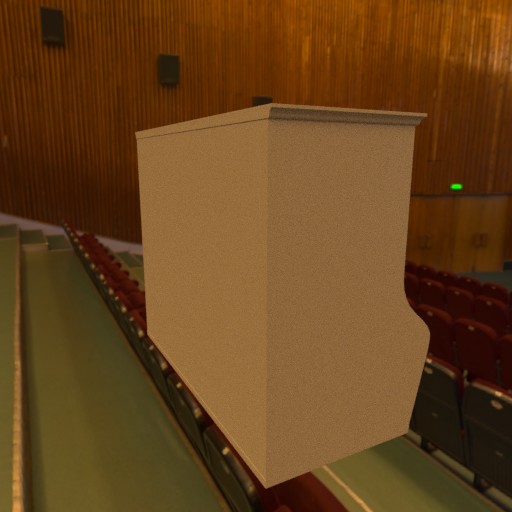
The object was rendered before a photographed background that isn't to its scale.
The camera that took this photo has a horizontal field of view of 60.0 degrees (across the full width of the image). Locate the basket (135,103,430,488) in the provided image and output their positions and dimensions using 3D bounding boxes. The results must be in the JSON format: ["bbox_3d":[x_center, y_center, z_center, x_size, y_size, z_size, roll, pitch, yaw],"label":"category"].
[{"bbox_3d":[0.000,0.000,1.108,0.376,0.625,0.792,-7,14,-27],"label":"basket"}]
